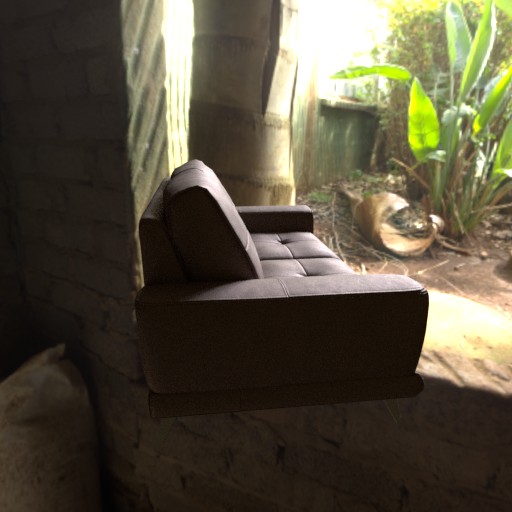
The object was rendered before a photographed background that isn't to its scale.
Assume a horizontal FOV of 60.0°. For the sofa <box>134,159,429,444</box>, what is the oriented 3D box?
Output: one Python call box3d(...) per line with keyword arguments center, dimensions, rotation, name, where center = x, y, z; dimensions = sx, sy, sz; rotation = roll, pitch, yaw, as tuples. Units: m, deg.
box3d(center=(0.000, 0.000, 2.305), dimensions=(1.018, 0.907, 1.806), rotation=(-2, 16, -7), name="sofa")
